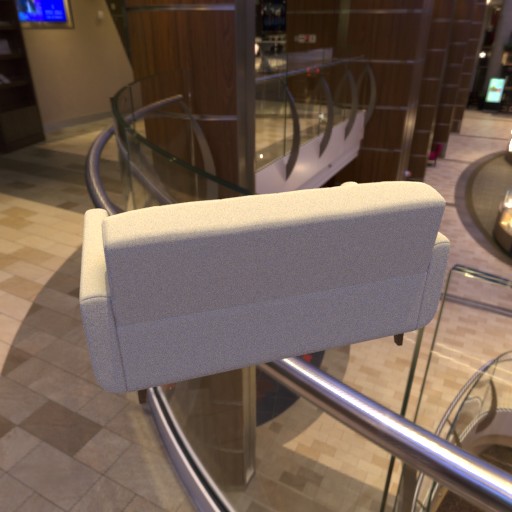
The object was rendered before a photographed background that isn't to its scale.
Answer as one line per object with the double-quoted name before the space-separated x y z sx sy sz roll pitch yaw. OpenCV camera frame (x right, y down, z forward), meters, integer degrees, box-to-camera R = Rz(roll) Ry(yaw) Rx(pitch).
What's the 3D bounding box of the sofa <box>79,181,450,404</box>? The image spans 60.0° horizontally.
"sofa" 0.000 0.000 2.286 1.655 0.892 0.980 -8 29 -16
